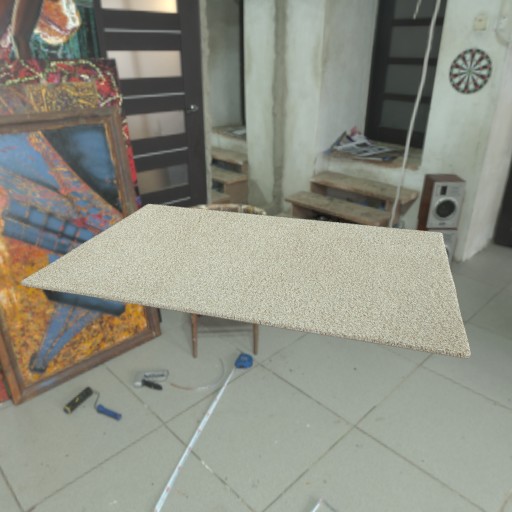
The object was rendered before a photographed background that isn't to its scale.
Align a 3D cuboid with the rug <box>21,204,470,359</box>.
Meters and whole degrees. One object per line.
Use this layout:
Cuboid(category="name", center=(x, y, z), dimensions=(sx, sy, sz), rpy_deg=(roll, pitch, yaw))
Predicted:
Cuboid(category="rug", center=(0.000, 0.000, 2.942), dimensions=(2.438, 0.030, 1.524), rpy_deg=(7, 26, 15))
